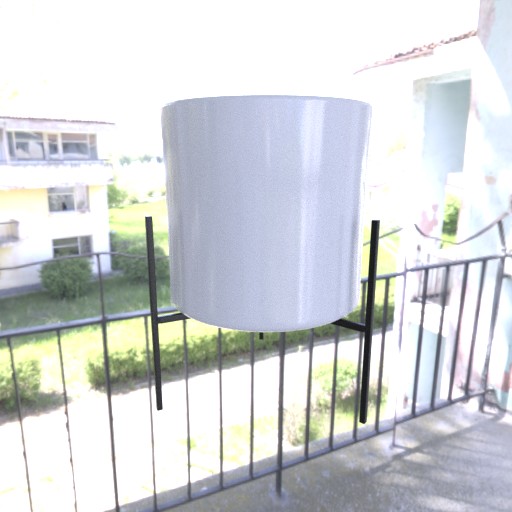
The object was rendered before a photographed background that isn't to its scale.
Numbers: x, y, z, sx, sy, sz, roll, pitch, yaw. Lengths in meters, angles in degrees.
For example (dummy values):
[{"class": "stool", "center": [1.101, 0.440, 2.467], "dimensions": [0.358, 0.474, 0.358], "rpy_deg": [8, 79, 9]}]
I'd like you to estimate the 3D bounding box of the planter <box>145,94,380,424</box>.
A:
[{"class": "planter", "center": [0.000, 0.000, 0.745], "dimensions": [0.361, 0.480, 0.360], "rpy_deg": [-7, 15, -25]}]
